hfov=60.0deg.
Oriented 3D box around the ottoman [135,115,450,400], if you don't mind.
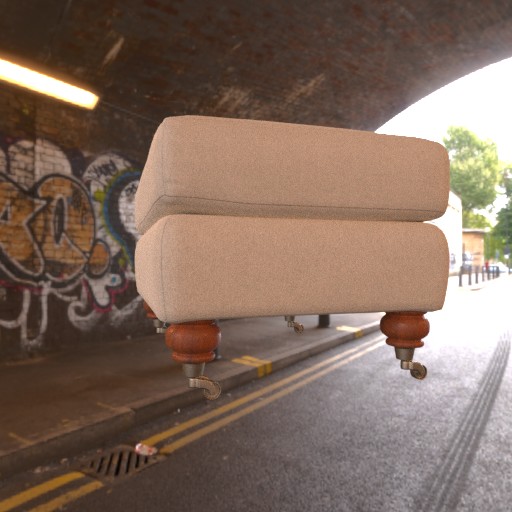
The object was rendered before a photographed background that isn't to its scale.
[{"bbox_3d":[0.000,0.000,1.112,0.569,0.499,0.773,0,-1,-18],"label":"ottoman"}]
